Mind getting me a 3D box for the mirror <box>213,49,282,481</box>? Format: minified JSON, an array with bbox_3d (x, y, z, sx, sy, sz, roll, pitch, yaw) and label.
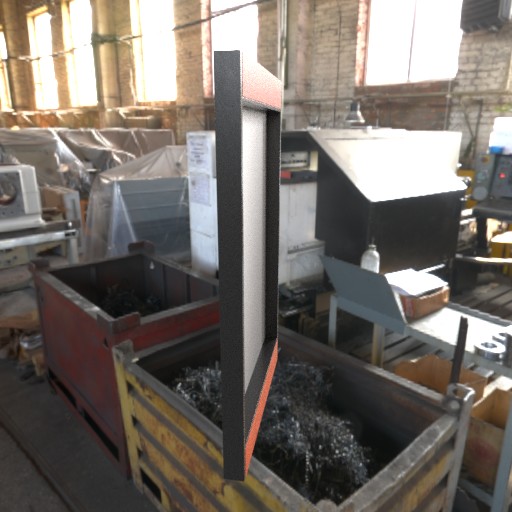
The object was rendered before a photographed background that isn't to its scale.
[{"bbox_3d":[0.000,0.000,1.057,0.047,0.823,0.525,3,16,10],"label":"mirror"}]
